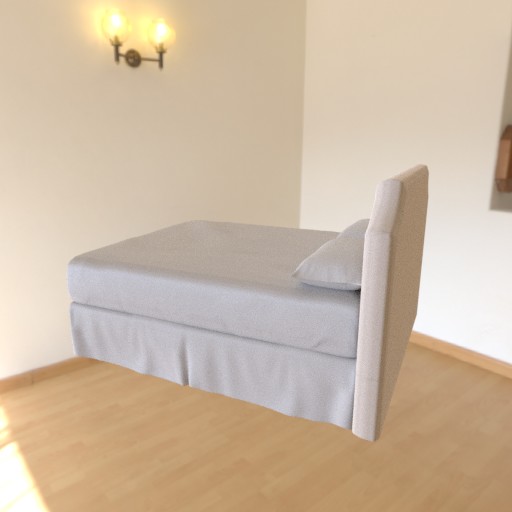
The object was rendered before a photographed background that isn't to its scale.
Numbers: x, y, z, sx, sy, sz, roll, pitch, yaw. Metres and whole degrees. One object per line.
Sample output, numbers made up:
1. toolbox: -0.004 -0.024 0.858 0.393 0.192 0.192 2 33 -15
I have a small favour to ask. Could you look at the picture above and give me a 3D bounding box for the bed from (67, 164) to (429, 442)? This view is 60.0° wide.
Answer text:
1. bed: 0.000 0.000 3.243 2.164 1.297 1.828 7 16 24
